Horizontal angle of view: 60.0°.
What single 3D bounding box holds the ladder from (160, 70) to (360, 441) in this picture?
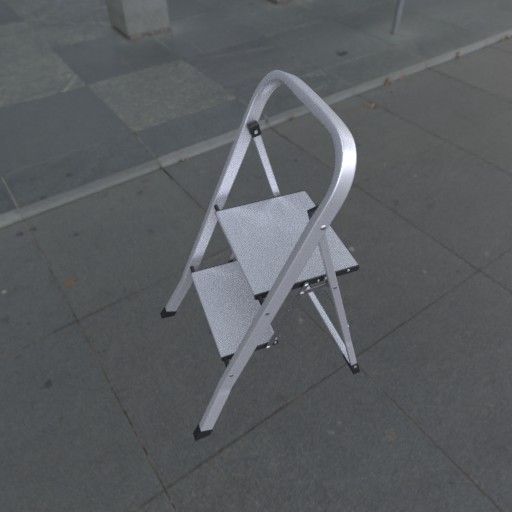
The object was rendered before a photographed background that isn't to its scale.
[{"bbox_3d":[0.000,0.000,1.138,0.530,0.830,0.465,-15,48,-14],"label":"ladder"}]
